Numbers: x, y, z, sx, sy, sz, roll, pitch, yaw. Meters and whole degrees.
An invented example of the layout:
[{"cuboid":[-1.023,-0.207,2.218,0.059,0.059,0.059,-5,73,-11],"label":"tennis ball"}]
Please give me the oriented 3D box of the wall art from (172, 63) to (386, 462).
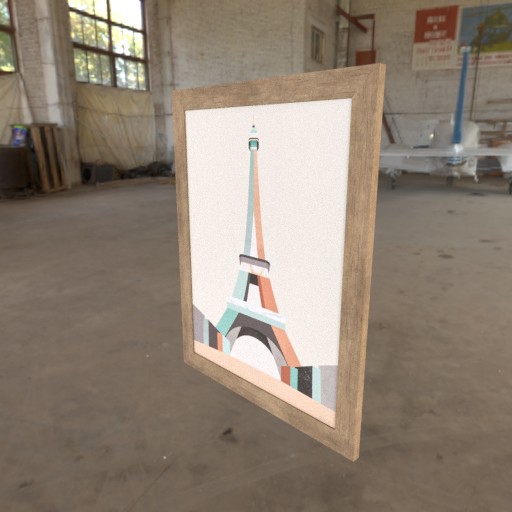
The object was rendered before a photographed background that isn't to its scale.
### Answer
[{"cuboid":[0.000,0.000,0.924,0.018,0.686,0.534,-14,20,-43],"label":"wall art"}]
